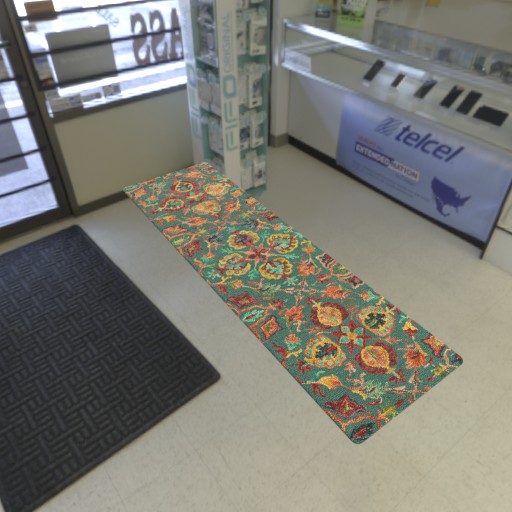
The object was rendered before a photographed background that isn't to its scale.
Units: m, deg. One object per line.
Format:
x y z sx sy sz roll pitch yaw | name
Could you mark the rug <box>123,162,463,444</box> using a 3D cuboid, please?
0.000 0.000 2.549 0.686 0.013 2.286 -25 46 -26 | rug
